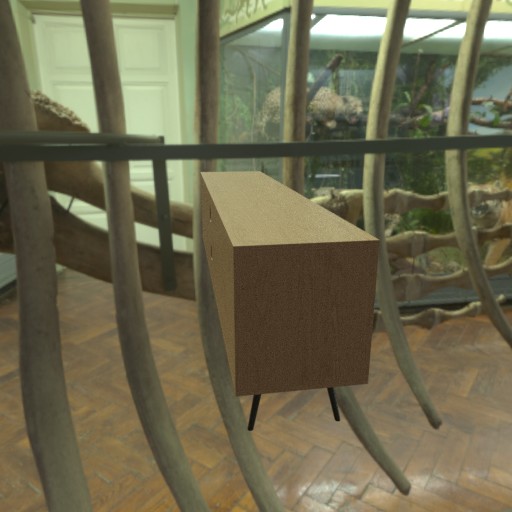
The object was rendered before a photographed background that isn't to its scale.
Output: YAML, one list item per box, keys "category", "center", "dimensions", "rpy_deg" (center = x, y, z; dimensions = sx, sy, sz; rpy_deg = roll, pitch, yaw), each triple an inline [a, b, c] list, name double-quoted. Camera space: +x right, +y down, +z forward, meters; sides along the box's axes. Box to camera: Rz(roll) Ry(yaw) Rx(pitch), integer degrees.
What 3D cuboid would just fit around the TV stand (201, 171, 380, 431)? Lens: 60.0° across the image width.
- category: "TV stand"
  center: [0.000, 0.000, 2.002]
  dimensions: [0.400, 0.580, 1.760]
  rpy_deg: [-3, 17, -9]
